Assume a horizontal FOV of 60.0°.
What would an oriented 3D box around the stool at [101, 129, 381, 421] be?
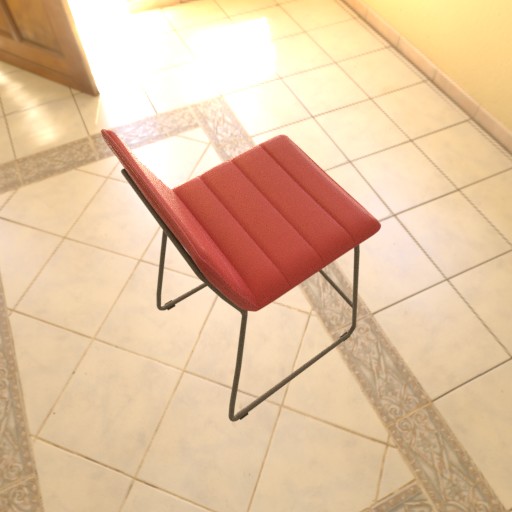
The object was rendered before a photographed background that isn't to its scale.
[{"bbox_3d":[0.000,0.000,1.208,0.524,0.866,0.489,-31,62,-18],"label":"stool"}]
